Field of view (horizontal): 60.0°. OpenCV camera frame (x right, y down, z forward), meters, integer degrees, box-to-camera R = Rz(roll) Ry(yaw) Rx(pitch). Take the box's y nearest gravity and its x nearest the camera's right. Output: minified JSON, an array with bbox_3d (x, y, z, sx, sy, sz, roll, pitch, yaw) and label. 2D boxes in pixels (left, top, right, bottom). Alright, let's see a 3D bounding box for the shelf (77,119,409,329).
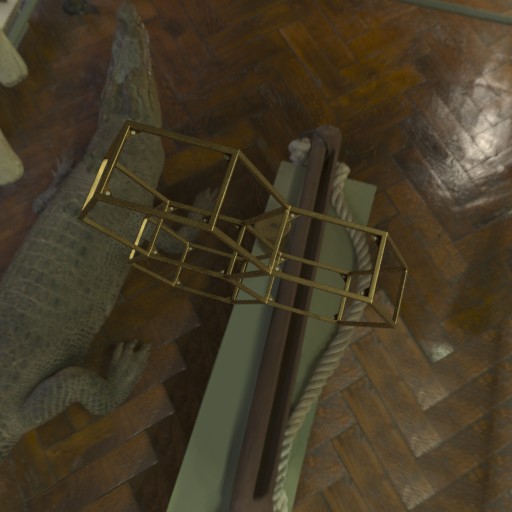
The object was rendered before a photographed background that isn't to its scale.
[{"bbox_3d":[0.000,0.000,1.055,0.708,0.701,0.150,16,75,4],"label":"shelf"}]
